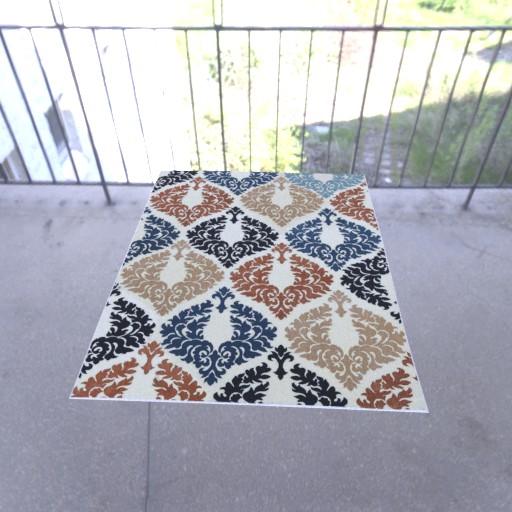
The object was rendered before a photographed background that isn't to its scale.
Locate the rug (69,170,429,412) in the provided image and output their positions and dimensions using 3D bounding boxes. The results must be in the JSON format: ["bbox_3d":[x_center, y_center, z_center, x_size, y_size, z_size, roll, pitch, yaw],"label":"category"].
[{"bbox_3d":[0.000,0.000,4.106,2.423,0.014,3.040,2,41,2],"label":"rug"}]
